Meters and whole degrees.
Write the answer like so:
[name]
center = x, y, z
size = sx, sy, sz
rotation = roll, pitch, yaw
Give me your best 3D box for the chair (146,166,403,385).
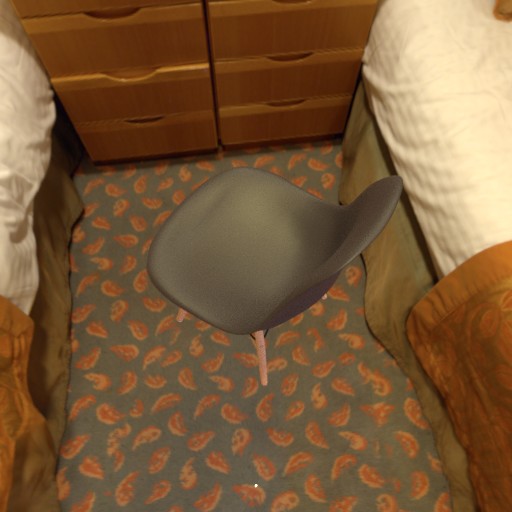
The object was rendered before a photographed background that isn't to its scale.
[chair]
center = 0.000, 0.000, 1.173
size = 0.533, 0.825, 0.470
rotation = 33, 67, 16
